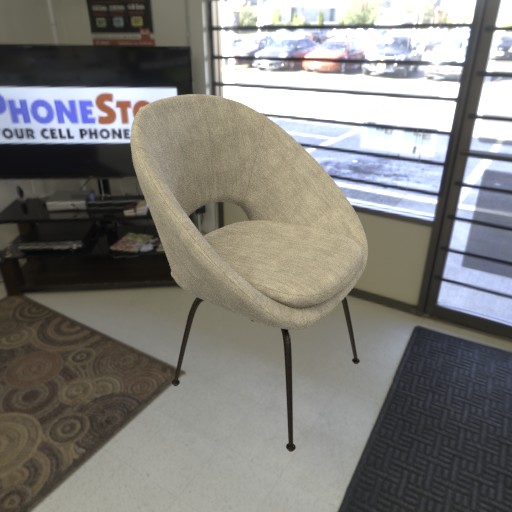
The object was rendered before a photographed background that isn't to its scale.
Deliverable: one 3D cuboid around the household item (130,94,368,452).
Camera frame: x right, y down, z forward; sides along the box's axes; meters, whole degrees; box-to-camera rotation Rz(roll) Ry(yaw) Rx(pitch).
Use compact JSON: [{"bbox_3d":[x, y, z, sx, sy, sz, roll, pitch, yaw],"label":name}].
[{"bbox_3d":[0.000,0.000,1.322,0.587,0.869,0.643,18,32,31],"label":"household item"}]
